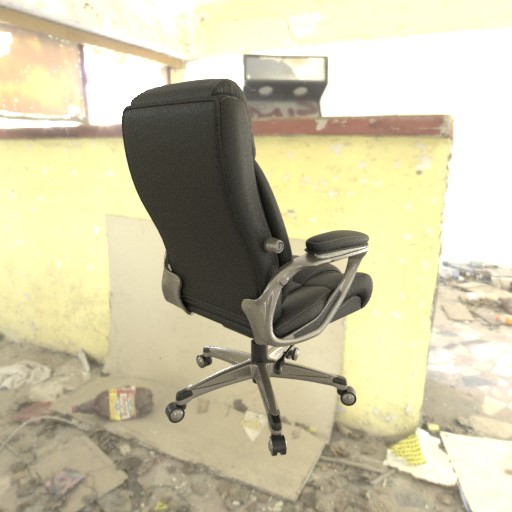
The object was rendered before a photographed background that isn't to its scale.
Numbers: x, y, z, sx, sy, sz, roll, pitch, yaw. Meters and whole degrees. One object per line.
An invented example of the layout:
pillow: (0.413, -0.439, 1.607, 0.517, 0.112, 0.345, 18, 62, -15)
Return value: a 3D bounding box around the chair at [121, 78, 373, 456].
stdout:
chair: (0.000, 0.000, 1.661, 0.741, 1.167, 0.784, 13, 19, 43)
